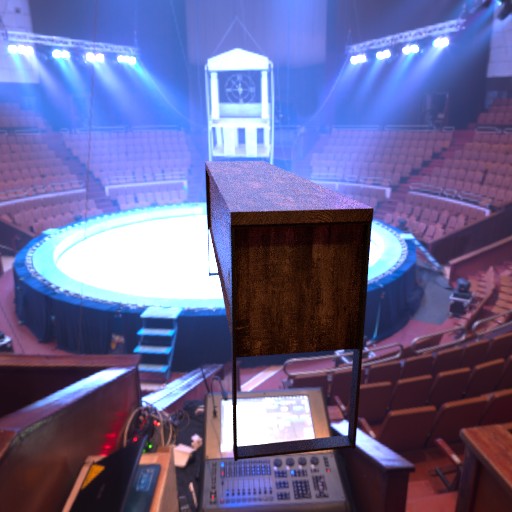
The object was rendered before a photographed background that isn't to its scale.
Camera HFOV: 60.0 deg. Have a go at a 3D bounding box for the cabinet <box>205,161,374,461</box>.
[{"bbox_3d":[0.000,0.000,2.113,0.395,0.762,1.800,-2,16,-8],"label":"cabinet"}]
